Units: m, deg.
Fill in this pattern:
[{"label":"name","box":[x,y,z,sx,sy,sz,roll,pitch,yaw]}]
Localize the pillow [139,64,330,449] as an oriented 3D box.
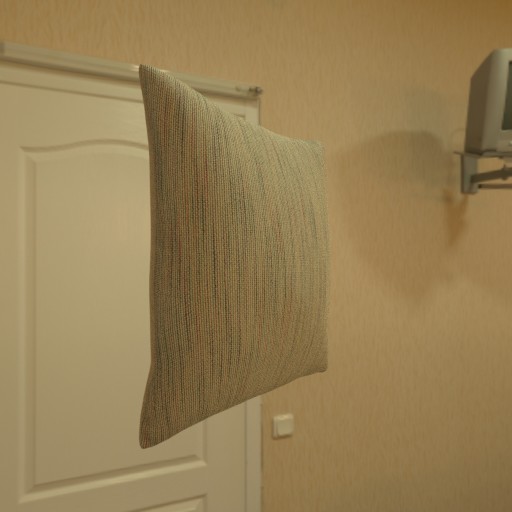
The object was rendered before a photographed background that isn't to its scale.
[{"label":"pillow","box":[0.000,0.000,0.781,0.178,0.506,0.512,0,0,37]}]
